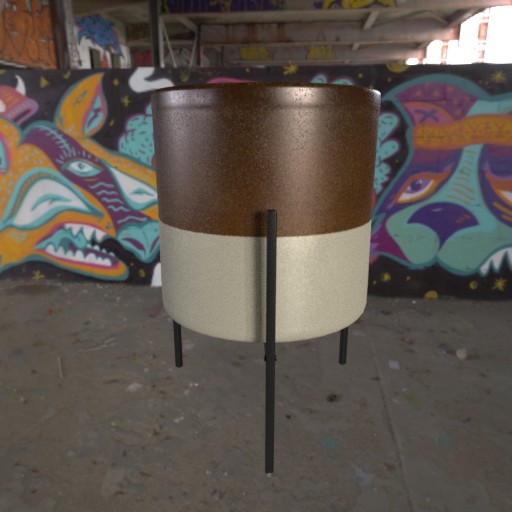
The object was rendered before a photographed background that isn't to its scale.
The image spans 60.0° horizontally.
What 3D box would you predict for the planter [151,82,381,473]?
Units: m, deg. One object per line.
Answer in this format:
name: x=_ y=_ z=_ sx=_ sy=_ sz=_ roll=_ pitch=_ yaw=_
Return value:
planter: x=0.000 y=0.000 z=0.542 sx=0.269 sy=0.375 sz=0.255 roll=8 pitch=18 yaw=26
